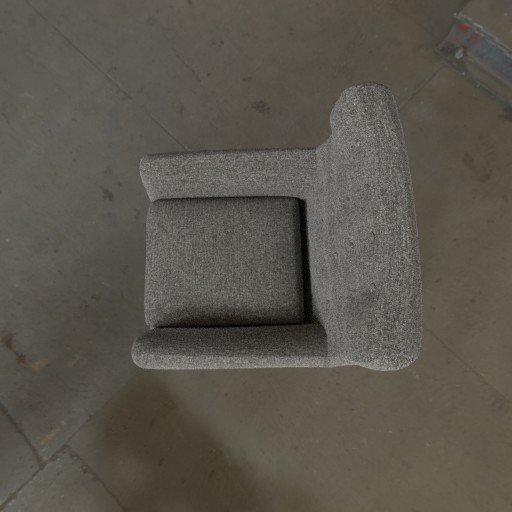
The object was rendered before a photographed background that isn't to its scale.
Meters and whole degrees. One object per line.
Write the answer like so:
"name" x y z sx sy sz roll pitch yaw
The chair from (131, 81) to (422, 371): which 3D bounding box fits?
"chair" 0.000 0.000 1.764 0.940 1.039 0.889 -1 76 0
